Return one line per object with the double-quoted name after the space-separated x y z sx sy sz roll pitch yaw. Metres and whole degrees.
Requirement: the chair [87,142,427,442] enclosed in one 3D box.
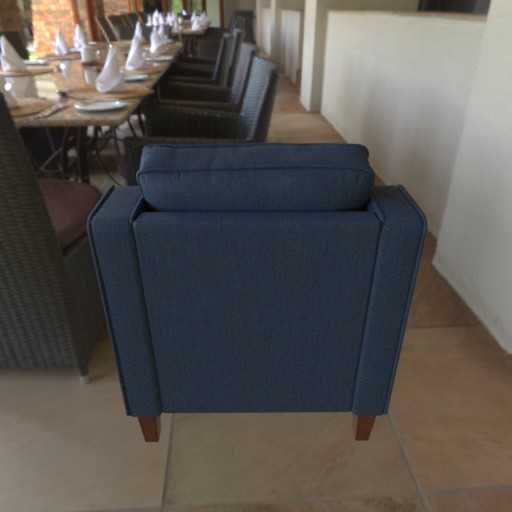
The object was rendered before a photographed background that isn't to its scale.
0.000 0.000 1.623 0.831 0.960 0.909 0 29 0 "chair"
